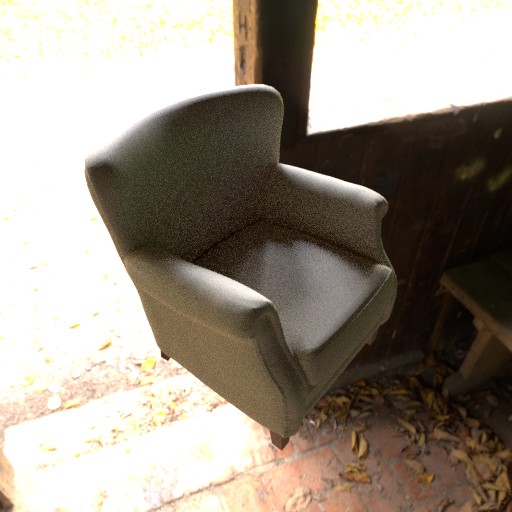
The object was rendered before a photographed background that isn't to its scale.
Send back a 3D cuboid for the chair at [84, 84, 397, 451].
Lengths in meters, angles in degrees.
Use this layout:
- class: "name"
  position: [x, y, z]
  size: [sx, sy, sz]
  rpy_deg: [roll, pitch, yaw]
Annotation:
- class: "chair"
  position: [0.000, 0.000, 1.626]
  size: [0.921, 0.936, 0.861]
  rpy_deg: [28, 48, 29]
